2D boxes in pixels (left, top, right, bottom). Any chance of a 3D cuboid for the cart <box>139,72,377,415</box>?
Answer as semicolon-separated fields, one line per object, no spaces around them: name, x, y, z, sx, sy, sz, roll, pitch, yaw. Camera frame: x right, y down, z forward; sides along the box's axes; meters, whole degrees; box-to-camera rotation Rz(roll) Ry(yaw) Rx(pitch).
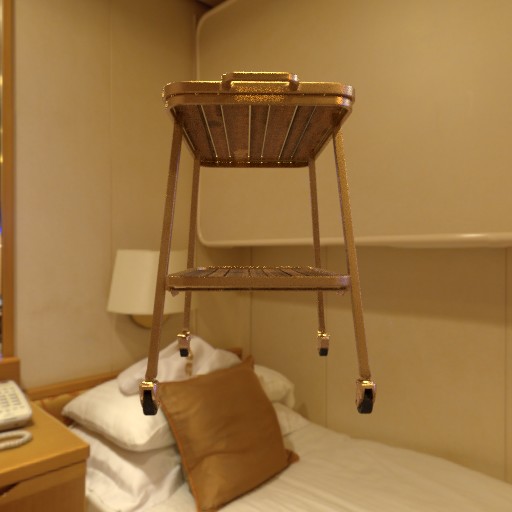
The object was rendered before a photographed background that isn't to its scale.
cart;0.000;0.000;1.232;0.524;0.700;0.806;0;0;-1
